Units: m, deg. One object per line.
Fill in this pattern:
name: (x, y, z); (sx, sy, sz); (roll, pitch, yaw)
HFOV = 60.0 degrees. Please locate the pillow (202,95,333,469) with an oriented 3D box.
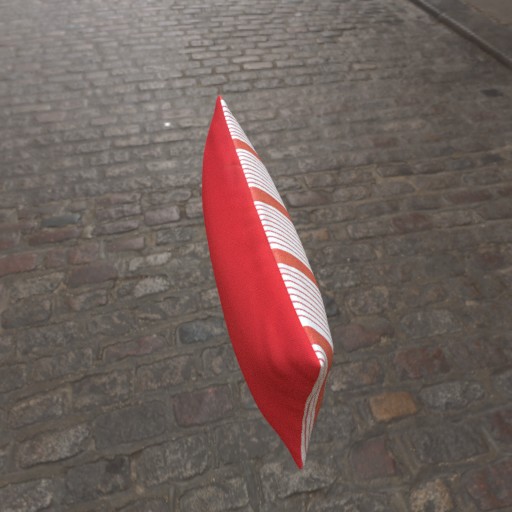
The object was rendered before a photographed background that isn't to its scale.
pillow: (0.000, 0.000, 0.751); (0.151, 0.297, 0.608); (-9, 46, -9)
